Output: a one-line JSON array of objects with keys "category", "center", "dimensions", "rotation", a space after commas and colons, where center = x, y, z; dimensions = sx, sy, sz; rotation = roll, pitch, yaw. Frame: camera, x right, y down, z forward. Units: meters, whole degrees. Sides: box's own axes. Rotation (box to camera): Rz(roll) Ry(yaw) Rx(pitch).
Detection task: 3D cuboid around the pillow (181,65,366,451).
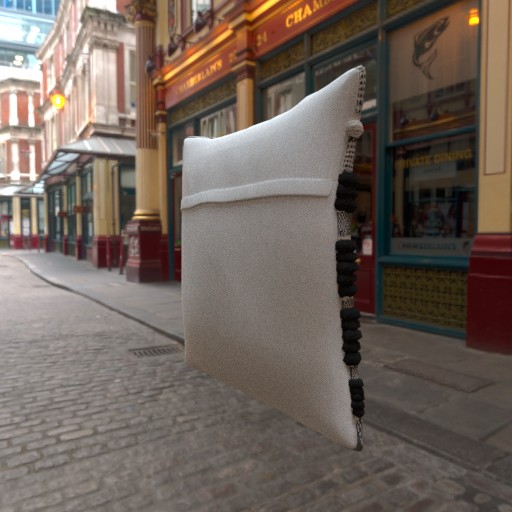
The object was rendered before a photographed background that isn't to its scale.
[{"category": "pillow", "center": [0.000, 0.000, 0.677], "dimensions": [0.156, 0.438, 0.436], "rotation": [-1, 2, -35]}]
